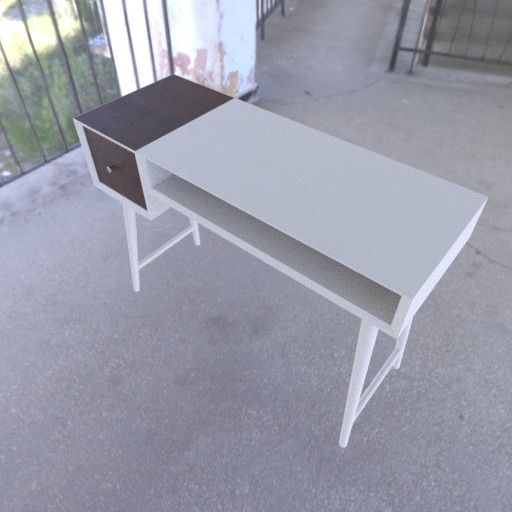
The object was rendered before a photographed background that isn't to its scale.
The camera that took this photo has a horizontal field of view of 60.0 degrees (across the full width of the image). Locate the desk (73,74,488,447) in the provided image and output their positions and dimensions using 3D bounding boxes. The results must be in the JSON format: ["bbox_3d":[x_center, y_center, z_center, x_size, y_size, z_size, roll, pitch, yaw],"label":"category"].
[{"bbox_3d":[0.000,0.000,1.432,1.069,0.761,0.409,30,53,27],"label":"desk"}]
